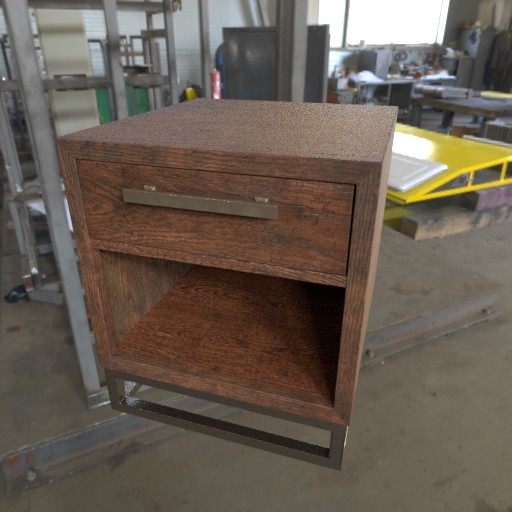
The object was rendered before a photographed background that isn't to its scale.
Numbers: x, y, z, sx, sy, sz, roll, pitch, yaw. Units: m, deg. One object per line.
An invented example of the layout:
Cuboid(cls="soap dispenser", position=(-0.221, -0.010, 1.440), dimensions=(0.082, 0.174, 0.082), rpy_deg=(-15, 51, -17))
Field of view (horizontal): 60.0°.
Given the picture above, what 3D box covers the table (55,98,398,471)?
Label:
Cuboid(cls="table", position=(0.000, 0.000, 0.980), dimensions=(0.506, 0.582, 0.566), rpy_deg=(8, 27, 16))
